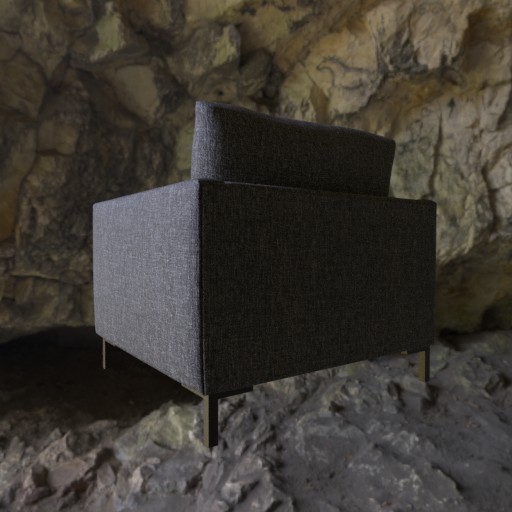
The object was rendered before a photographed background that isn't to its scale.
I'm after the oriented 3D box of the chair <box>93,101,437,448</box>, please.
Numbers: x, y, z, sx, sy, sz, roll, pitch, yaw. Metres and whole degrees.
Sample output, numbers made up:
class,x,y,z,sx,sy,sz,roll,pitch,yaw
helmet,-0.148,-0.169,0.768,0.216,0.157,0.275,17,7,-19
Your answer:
class,x,y,z,sx,sy,sz,roll,pitch,yaw
chair,0.000,0.000,1.609,0.963,0.861,0.866,-1,2,-35
